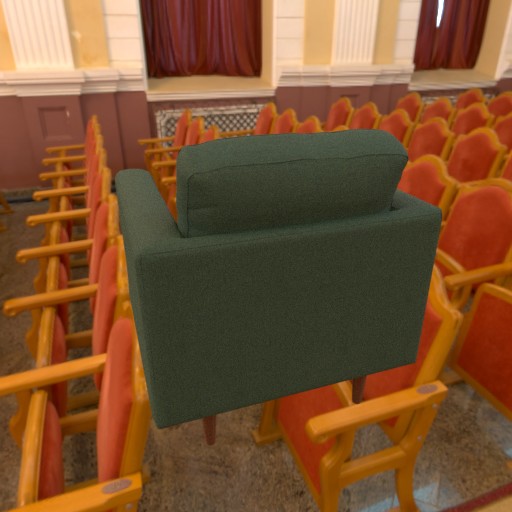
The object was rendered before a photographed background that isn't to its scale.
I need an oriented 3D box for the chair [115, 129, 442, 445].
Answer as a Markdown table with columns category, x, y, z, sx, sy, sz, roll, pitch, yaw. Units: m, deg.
| category | x | y | z | sx | sy | sz | roll | pitch | yaw |
| --- | --- | --- | --- | --- | --- | --- | --- | --- | --- |
| chair | 0.000 | 0.000 | 1.534 | 0.855 | 0.927 | 0.800 | -9 | 27 | -17 |
